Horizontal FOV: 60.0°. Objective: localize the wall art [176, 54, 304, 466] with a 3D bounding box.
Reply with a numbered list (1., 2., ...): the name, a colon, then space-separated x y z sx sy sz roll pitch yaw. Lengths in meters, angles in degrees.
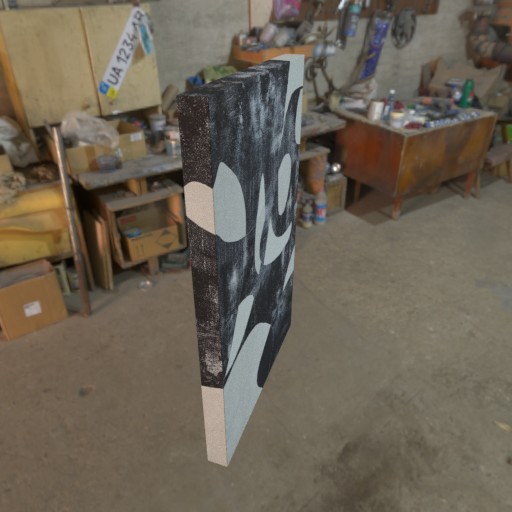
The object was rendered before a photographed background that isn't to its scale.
1. wall art: 0.000 0.000 0.780 0.039 0.610 0.407 10 32 17
